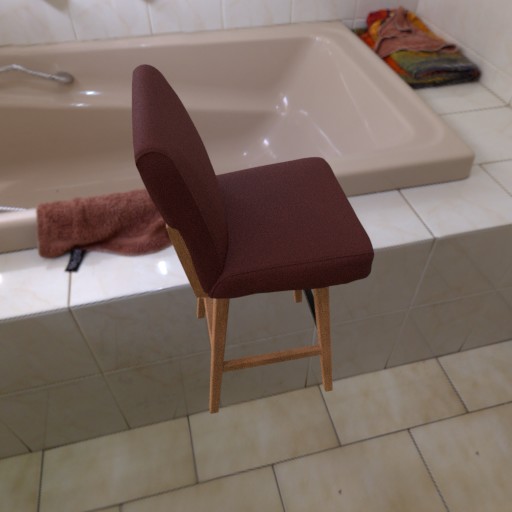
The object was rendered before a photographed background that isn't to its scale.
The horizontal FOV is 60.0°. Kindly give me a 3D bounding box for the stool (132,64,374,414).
[{"bbox_3d":[0.000,0.000,1.389,0.562,1.093,0.468,-8,47,-8],"label":"stool"}]
